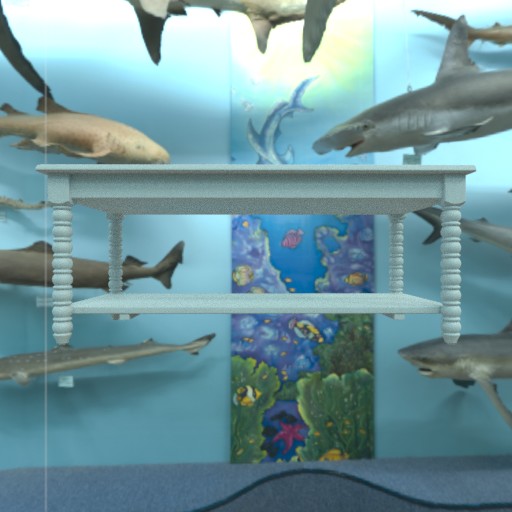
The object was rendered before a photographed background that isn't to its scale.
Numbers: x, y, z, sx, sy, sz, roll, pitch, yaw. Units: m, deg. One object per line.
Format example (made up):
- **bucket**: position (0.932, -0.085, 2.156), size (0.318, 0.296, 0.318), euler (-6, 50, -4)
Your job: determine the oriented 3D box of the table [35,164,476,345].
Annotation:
- **table**: position (0.000, 0.000, 1.456), size (1.171, 0.487, 0.580), euler (0, 0, 0)
